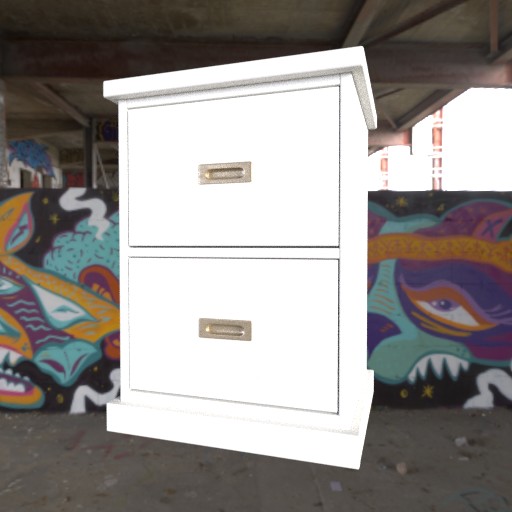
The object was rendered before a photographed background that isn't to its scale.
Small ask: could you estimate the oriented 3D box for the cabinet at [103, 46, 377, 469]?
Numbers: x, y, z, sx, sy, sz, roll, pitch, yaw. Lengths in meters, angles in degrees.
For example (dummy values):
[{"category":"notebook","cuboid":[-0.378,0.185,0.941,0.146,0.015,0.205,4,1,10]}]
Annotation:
[{"category":"cabinet","cuboid":[0.000,0.000,1.039,0.520,0.723,0.431,0,1,18]}]
